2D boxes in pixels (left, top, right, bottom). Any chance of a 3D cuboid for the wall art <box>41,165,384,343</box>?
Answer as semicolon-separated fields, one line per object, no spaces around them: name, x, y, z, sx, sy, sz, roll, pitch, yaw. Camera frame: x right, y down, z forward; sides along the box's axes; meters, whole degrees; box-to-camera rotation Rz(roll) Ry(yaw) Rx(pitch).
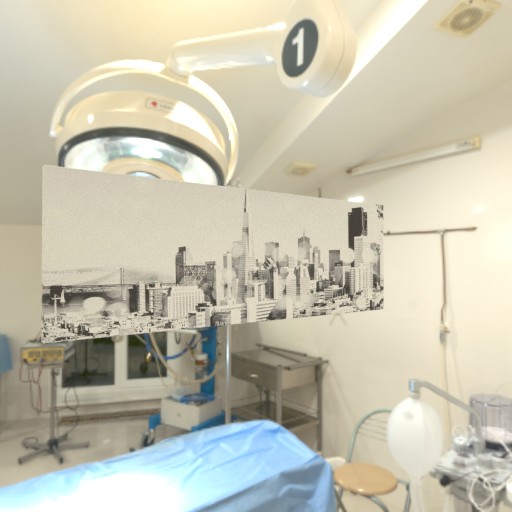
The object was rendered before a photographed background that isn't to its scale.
wall art;0.000;0.000;1.724;1.520;0.507;0.039;1;-1;-36
